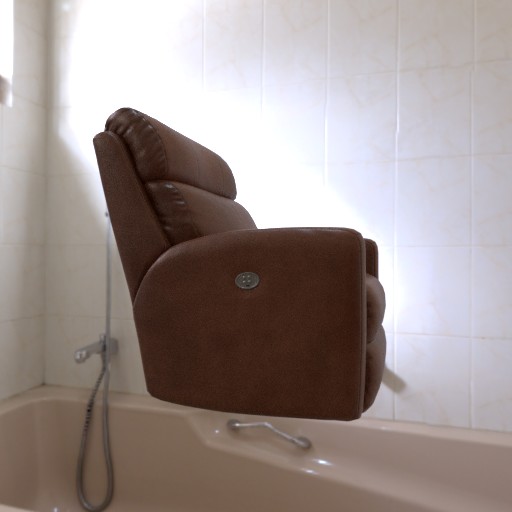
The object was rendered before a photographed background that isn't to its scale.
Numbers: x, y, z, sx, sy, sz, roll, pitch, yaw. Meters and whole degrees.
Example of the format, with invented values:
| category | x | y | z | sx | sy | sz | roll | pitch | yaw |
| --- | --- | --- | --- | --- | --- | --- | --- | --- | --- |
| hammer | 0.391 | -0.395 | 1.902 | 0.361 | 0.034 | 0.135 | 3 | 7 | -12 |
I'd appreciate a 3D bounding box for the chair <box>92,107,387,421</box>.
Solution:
| category | x | y | z | sx | sy | sz | roll | pitch | yaw |
| --- | --- | --- | --- | --- | --- | --- | --- | --- | --- |
| chair | 0.000 | 0.000 | 1.676 | 0.939 | 1.016 | 0.787 | 0 | 0 | 18 |
